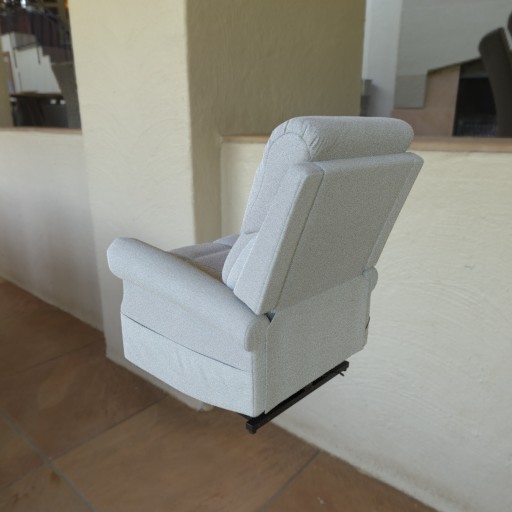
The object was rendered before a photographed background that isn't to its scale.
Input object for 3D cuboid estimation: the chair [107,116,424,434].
[{"bbox_3d":[0.000,0.000,1.730,0.979,1.031,0.871,16,23,42],"label":"chair"}]
